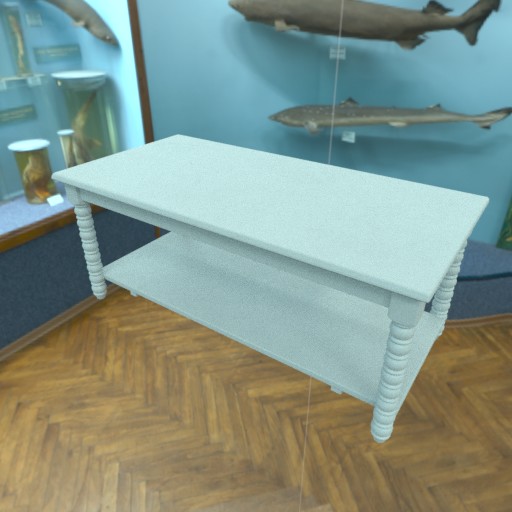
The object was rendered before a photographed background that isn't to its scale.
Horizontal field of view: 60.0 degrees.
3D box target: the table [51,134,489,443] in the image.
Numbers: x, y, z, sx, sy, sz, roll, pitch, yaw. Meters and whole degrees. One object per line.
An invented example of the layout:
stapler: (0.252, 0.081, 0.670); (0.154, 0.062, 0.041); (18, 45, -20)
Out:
table: (0.000, 0.000, 1.422); (1.171, 0.487, 0.580); (19, 35, 30)
